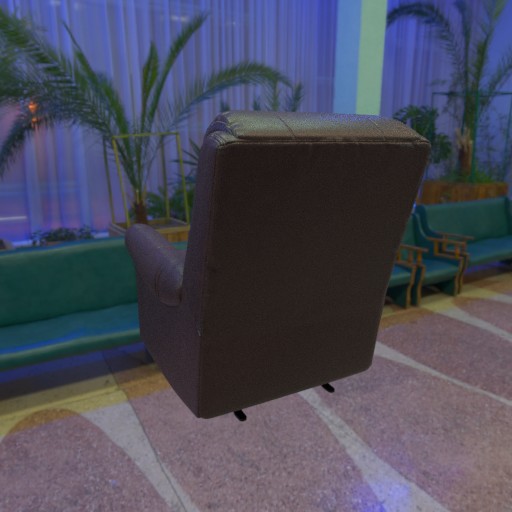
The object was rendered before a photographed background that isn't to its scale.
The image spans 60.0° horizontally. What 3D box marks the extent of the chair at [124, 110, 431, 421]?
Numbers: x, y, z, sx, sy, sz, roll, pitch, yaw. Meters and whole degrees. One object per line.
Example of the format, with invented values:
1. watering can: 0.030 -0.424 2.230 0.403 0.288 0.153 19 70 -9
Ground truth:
1. chair: 0.000 0.000 1.765 0.838 1.054 1.014 -8 16 -27
